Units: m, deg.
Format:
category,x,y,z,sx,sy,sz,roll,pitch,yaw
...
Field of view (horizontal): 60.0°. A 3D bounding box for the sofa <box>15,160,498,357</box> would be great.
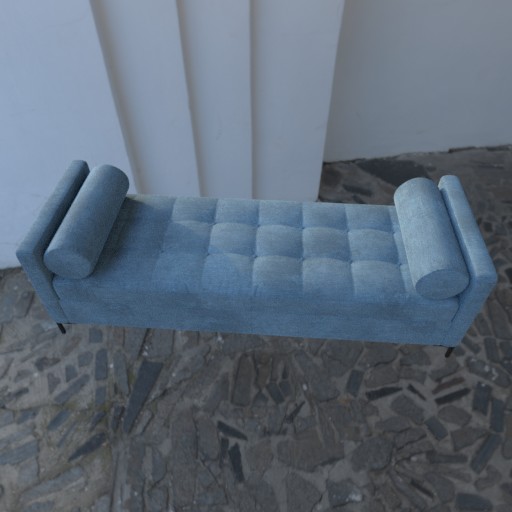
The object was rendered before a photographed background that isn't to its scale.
category,x,y,z,sx,sy,sz,roll,pitch,yaw
sofa,0.000,0.000,2.245,1.981,0.635,0.686,3,46,3
